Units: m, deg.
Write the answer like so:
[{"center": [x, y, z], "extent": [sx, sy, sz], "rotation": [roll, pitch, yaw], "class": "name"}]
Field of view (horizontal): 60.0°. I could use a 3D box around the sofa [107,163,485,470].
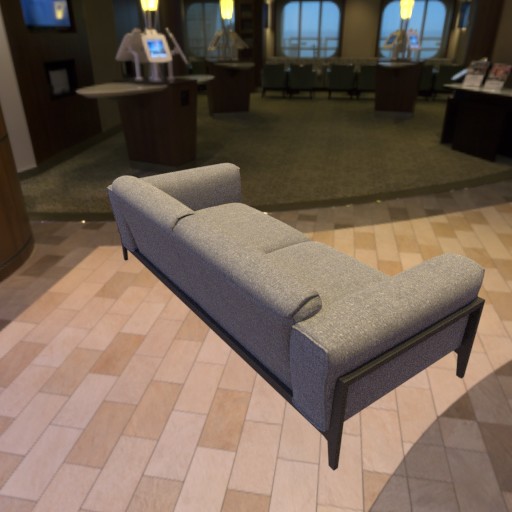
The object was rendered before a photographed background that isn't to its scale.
[{"center": [0.000, 0.000, 2.484], "extent": [0.985, 0.703, 2.125], "rotation": [-18, 32, -31], "class": "sofa"}]
